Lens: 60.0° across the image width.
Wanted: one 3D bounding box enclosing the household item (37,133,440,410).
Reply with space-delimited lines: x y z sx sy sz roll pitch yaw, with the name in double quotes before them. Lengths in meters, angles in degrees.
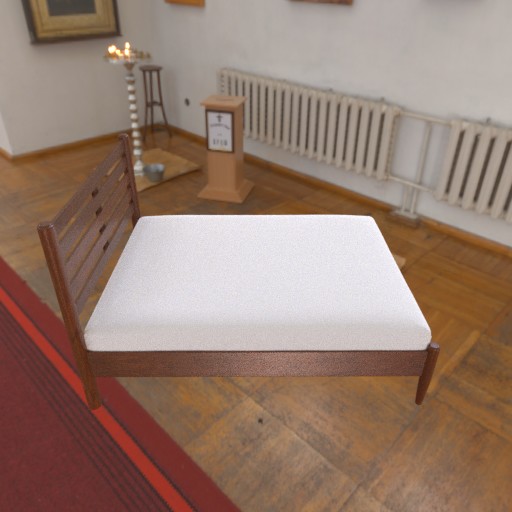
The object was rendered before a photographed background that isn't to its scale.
"household item" 0.000 0.000 3.278 2.232 1.356 1.663 0 31 0
